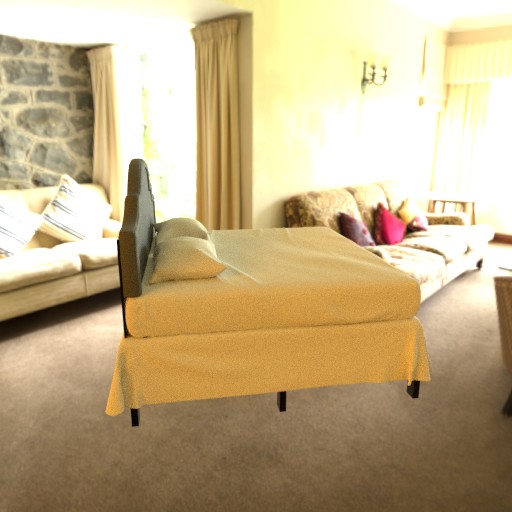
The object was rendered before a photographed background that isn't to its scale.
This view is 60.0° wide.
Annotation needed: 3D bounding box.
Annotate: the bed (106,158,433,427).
[{"bbox_3d":[0.000,0.000,3.756,2.222,1.631,2.303,-2,15,-9],"label":"bed"}]
